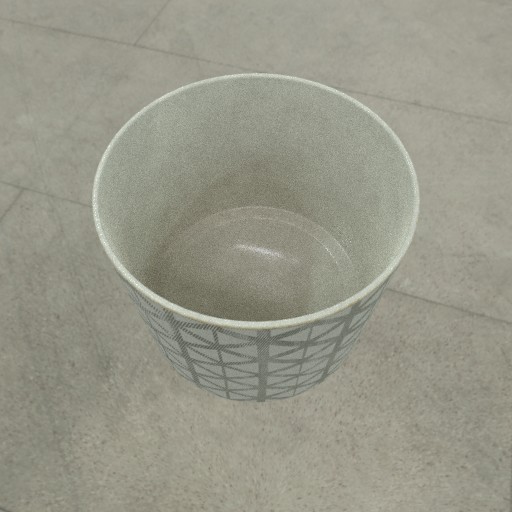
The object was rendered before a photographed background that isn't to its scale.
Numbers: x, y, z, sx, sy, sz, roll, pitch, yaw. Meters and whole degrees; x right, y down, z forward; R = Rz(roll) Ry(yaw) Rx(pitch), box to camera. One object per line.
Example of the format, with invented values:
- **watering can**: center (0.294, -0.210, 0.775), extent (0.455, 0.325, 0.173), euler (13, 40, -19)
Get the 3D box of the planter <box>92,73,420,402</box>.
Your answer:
- **planter**: center (0.000, 0.000, 0.445), extent (0.250, 0.239, 0.250), euler (0, 59, 0)
